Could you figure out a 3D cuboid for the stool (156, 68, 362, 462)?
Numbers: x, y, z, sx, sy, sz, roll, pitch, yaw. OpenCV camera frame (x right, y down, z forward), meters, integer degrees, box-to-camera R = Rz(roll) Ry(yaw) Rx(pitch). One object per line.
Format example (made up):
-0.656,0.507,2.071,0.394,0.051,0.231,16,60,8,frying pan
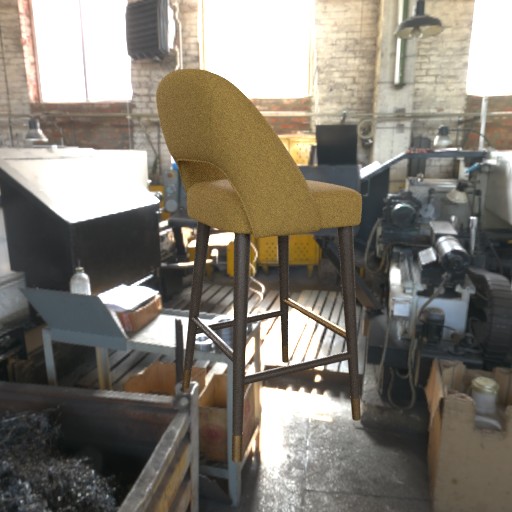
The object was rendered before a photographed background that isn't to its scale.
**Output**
0.000,0.000,1.372,0.522,1.032,0.536,-7,15,-27,stool
